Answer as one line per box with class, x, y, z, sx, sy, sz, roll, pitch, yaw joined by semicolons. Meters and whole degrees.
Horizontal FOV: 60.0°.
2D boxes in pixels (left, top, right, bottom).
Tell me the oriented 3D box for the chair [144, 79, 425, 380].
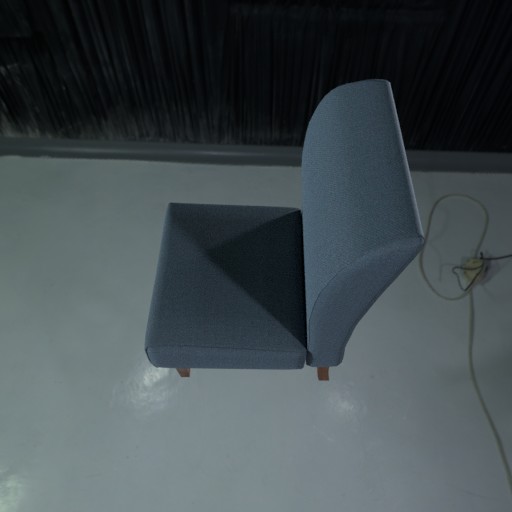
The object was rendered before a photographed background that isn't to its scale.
chair;0.000;0.000;1.200;0.592;0.804;0.513;0;57;0
